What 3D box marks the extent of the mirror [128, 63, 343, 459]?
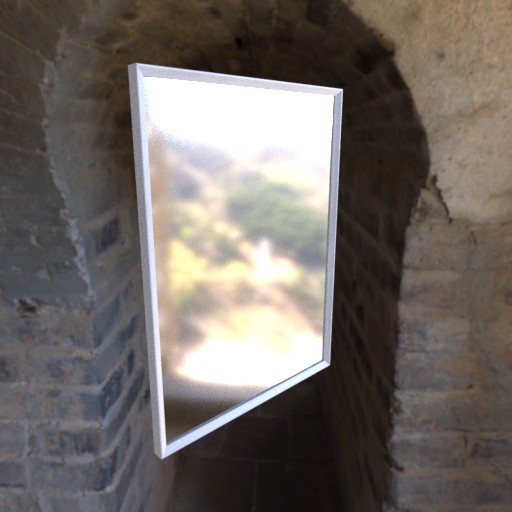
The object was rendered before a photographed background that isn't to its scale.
[{"bbox_3d":[0.000,0.000,1.363,0.762,1.016,0.041,-14,20,-42],"label":"mirror"}]
